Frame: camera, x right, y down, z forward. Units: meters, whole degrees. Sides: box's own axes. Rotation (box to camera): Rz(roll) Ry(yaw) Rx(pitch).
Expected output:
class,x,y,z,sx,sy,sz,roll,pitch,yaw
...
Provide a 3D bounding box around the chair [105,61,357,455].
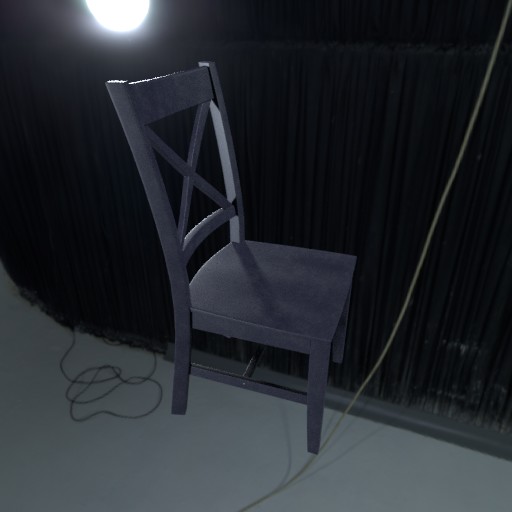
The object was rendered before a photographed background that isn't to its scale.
class,x,y,z,sx,sy,sz,roll,pitch,yaw
chair,0.000,0.000,1.285,0.542,0.983,0.485,9,30,17
